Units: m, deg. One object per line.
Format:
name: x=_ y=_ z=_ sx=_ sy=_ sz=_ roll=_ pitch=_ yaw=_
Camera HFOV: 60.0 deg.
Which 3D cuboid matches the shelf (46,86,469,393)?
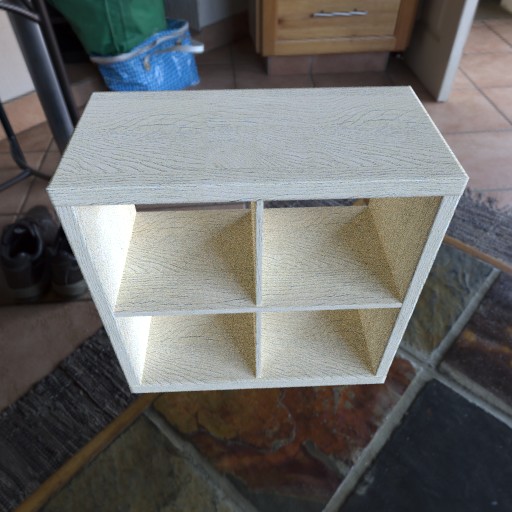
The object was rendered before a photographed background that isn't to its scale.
shelf: x=0.000 y=0.000 z=1.243 sx=0.790 sy=0.786 sz=0.390 roll=-2 pitch=46 yaw=-2
